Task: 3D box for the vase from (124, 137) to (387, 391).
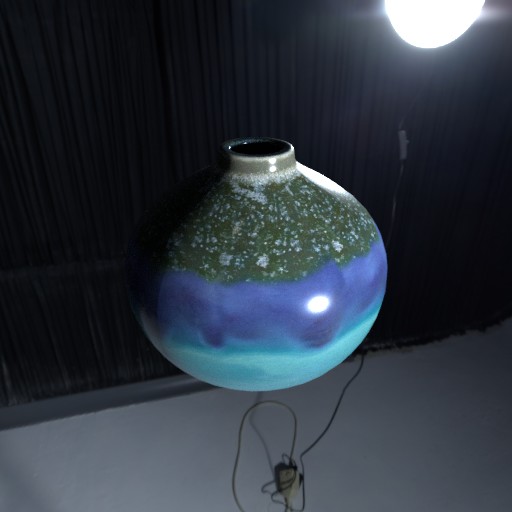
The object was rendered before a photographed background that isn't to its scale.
[{"bbox_3d":[0.000,0.000,0.267,0.154,0.133,0.154,0,30,0],"label":"vase"}]
